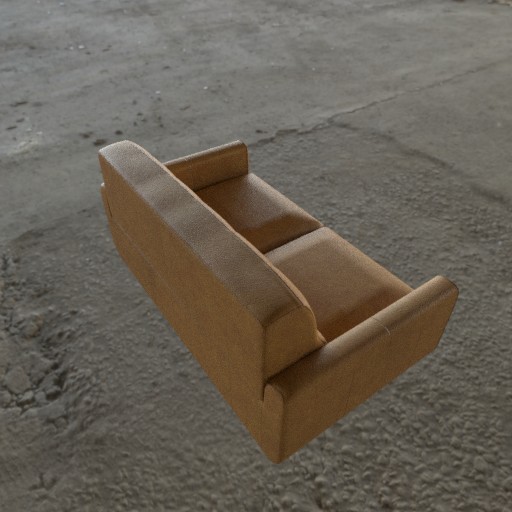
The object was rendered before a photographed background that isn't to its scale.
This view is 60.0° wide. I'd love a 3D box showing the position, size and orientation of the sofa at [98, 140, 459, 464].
[{"bbox_3d":[0.000,0.000,2.232,0.952,0.925,1.651,-25,47,-26],"label":"sofa"}]
